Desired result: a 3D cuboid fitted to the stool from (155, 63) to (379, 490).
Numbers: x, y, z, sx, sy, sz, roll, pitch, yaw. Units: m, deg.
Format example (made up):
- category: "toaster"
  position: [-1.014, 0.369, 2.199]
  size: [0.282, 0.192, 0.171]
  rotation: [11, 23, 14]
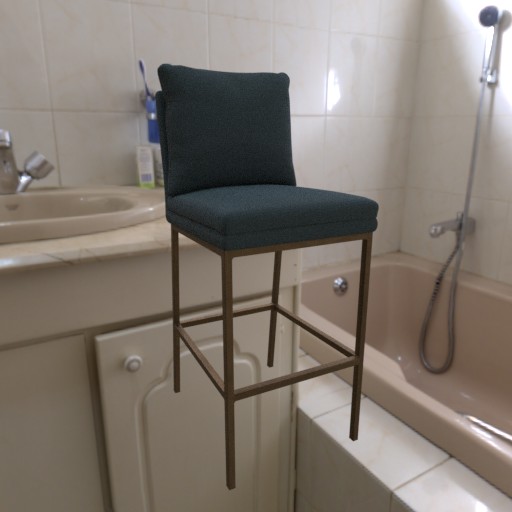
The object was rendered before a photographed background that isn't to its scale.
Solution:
- category: "stool"
  position: [0.000, 0.000, 1.374]
  size: [0.463, 1.124, 0.568]
  rotation: [-8, 18, -26]
